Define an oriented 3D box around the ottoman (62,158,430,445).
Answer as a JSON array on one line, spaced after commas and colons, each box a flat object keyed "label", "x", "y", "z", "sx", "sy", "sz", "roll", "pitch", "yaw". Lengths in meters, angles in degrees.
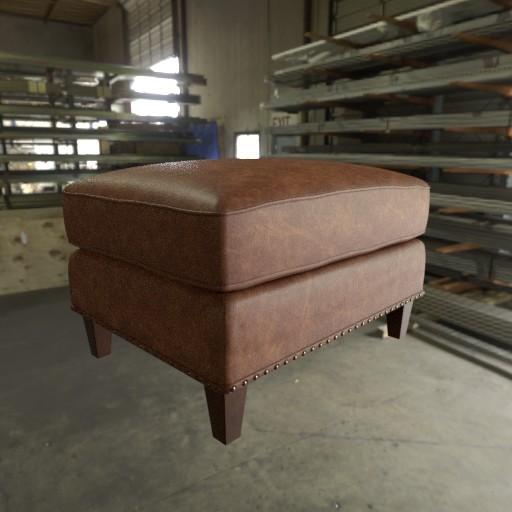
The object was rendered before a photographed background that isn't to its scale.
[{"label": "ottoman", "x": 0.000, "y": 0.000, "z": 1.127, "sx": 0.586, "sy": 0.486, "sz": 0.742, "roll": 13, "pitch": 18, "yaw": 43}]
